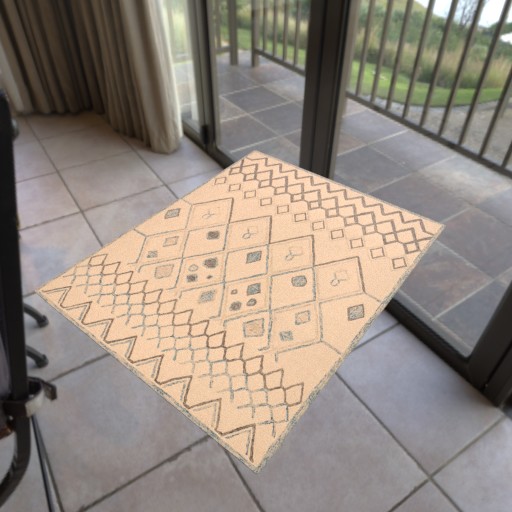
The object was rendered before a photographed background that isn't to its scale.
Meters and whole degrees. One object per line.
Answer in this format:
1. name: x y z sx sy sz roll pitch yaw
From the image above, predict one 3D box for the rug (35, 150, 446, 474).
1. rug: 0.000 0.000 4.113 2.441 0.013 3.056 28 50 27
